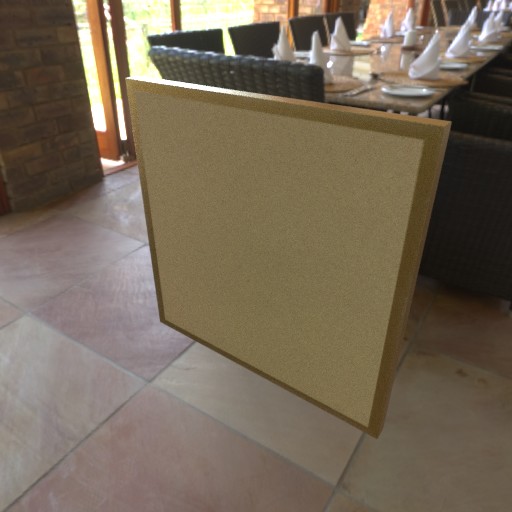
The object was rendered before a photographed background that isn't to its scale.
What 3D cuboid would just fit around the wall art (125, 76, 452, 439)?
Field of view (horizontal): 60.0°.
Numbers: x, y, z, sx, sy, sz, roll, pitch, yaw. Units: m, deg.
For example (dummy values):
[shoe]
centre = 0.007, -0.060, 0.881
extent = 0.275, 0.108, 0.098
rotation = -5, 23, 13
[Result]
[wall art]
centre = 0.000, 0.000, 1.096
extent = 0.762, 0.760, 0.037
rotation = 21, 37, 30
